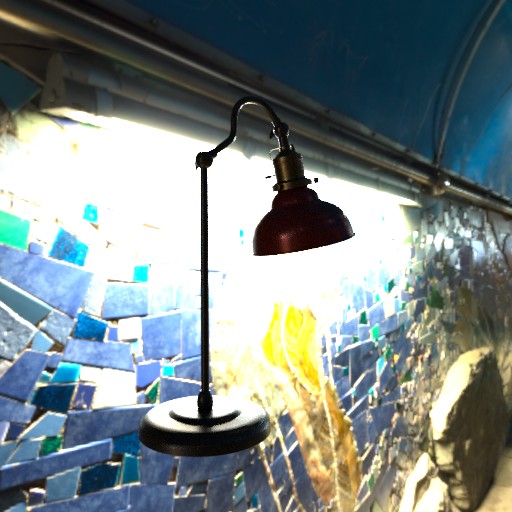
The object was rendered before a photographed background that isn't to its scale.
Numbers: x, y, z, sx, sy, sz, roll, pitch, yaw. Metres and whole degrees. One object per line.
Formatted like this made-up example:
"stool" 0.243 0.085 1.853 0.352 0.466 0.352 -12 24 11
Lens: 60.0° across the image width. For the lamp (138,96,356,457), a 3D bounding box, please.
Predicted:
"lamp" 0.000 0.000 0.707 0.374 0.508 0.192 1 -1 -35
